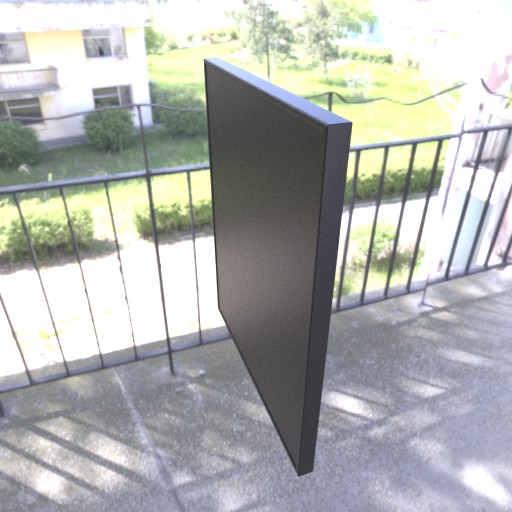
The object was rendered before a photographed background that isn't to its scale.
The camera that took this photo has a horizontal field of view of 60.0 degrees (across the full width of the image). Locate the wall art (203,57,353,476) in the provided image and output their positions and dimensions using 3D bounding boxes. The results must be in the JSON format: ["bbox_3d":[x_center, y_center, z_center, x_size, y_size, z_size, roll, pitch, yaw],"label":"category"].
[{"bbox_3d":[0.000,0.000,0.736,0.028,0.551,0.451,-11,33,-17],"label":"wall art"}]
